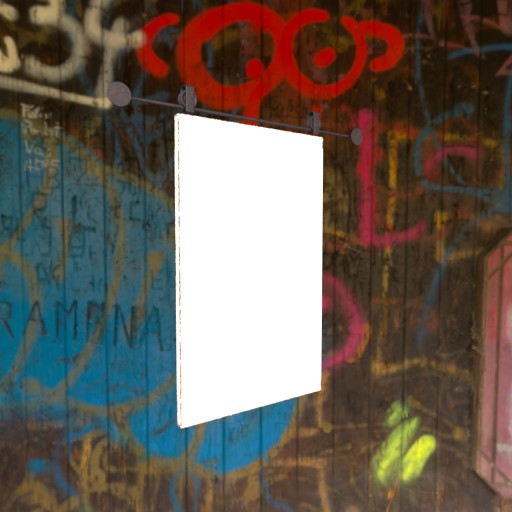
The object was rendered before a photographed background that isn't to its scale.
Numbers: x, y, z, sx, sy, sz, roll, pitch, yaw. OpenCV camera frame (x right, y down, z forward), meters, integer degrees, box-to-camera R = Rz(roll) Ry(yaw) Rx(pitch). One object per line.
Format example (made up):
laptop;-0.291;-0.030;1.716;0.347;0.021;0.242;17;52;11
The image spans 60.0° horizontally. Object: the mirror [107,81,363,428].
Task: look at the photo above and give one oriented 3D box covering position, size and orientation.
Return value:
mirror;0.000;0.000;1.222;0.808;0.844;0.037;-2;4;-35
